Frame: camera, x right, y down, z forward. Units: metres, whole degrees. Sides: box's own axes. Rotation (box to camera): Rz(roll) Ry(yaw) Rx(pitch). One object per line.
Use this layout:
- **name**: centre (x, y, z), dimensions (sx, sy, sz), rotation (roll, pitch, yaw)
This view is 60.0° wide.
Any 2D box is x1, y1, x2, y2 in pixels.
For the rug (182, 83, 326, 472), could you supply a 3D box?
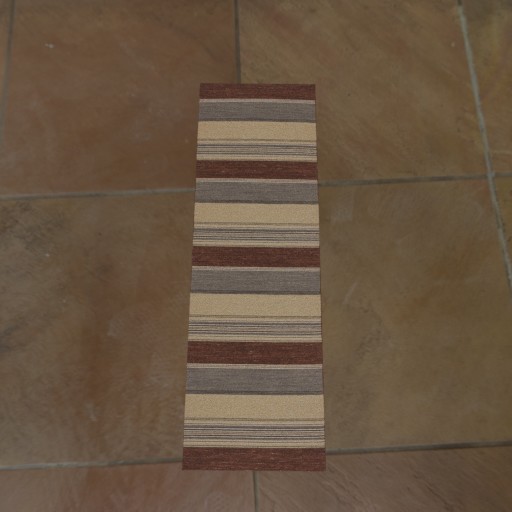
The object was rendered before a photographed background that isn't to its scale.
- **rug**: centre (0.000, 0.000, 2.739), dimensions (0.792, 0.006, 2.437), rotation (1, 76, 0)
